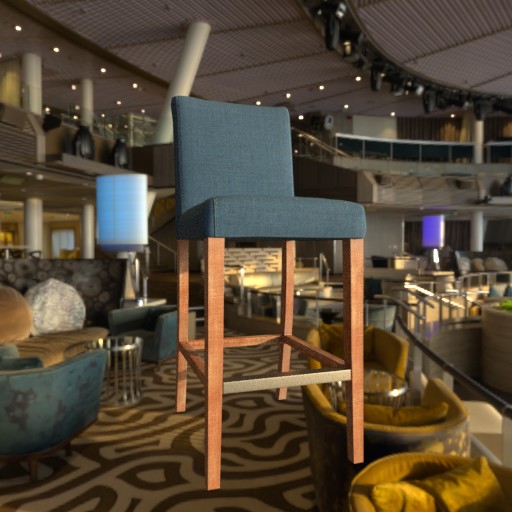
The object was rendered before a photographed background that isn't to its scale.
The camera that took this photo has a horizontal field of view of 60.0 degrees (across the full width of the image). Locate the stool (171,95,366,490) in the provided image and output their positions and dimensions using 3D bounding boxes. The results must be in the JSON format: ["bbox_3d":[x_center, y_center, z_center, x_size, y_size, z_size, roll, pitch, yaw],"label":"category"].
[{"bbox_3d":[0.000,0.000,1.356,0.454,1.088,0.574,0,1,-19],"label":"stool"}]
